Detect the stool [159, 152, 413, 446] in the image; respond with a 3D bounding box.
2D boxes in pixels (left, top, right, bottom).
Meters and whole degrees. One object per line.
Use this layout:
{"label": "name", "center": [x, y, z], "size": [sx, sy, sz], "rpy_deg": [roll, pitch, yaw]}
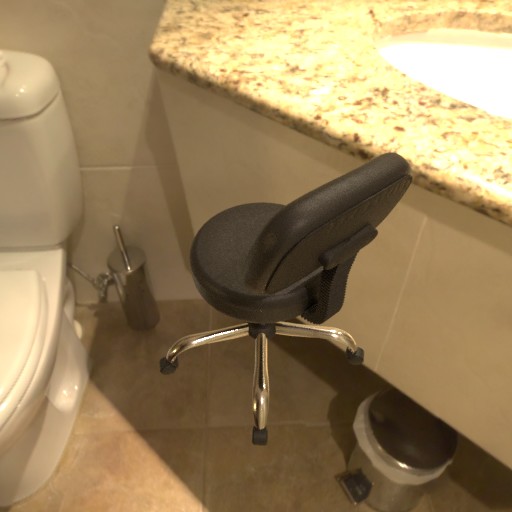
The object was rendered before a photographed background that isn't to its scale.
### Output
{"label": "stool", "center": [0.000, 0.000, 1.285], "size": [0.673, 0.862, 0.648], "rpy_deg": [-30, 53, -26]}
